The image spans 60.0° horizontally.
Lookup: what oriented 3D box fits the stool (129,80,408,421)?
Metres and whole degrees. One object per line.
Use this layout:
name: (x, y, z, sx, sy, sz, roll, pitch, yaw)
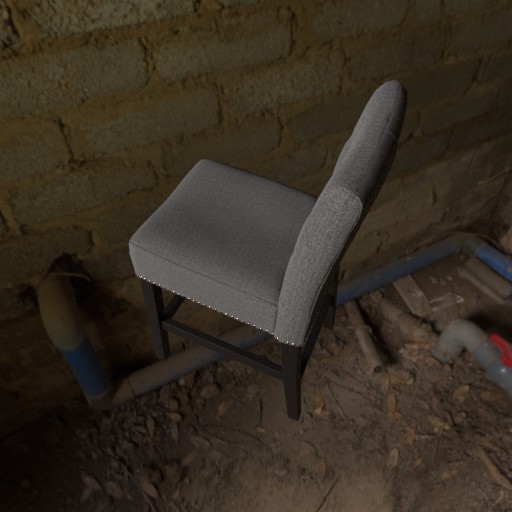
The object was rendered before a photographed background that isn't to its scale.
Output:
stool: (0.000, 0.000, 1.192, 0.571, 0.885, 0.427, 17, 49, 16)
